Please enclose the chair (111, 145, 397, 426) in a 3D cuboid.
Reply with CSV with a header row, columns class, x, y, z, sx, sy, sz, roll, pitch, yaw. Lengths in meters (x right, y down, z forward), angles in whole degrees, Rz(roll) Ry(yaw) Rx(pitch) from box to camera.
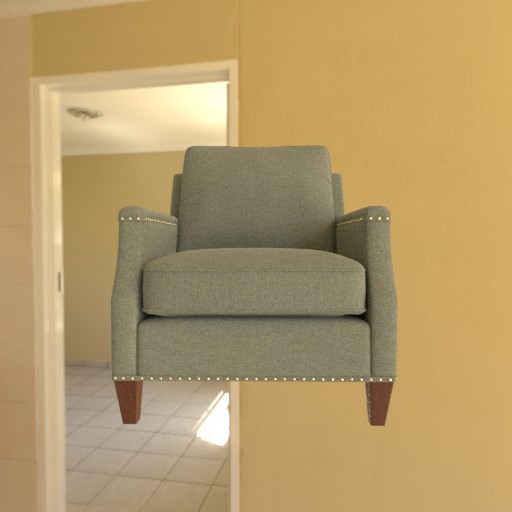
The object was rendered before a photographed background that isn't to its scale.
class,x,y,z,sx,sy,sz,roll,pitch,yaw
chair,0.000,0.000,1.820,0.885,1.031,1.031,0,2,1
